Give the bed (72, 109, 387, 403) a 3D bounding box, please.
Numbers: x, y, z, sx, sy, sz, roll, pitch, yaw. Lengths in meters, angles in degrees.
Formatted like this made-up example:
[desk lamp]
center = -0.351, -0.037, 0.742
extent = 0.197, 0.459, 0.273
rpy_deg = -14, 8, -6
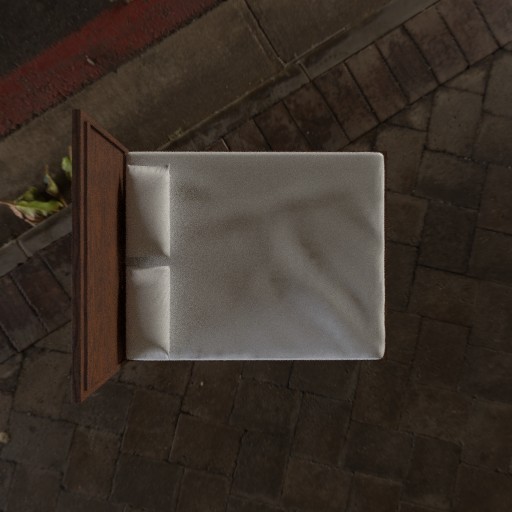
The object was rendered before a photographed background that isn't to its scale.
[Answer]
[bed]
center = 0.000, 0.000, 3.406
extent = 2.218, 1.487, 1.765
rpy_deg = 0, 90, -1
